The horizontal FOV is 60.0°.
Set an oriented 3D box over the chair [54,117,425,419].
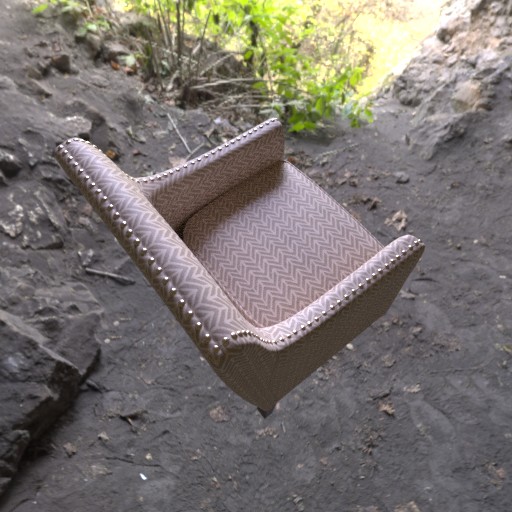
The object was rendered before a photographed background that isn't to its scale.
[{"bbox_3d":[0.000,0.000,1.261,0.651,0.816,0.623,-34,64,-19],"label":"chair"}]
